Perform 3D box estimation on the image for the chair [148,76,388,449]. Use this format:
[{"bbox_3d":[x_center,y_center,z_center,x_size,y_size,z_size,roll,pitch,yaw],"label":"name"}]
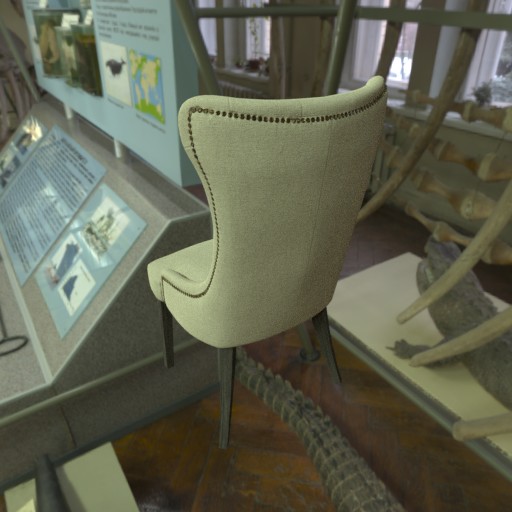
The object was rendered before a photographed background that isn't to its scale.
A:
[{"bbox_3d":[0.000,0.000,1.396,0.584,1.065,0.590,-18,34,-29],"label":"chair"}]
